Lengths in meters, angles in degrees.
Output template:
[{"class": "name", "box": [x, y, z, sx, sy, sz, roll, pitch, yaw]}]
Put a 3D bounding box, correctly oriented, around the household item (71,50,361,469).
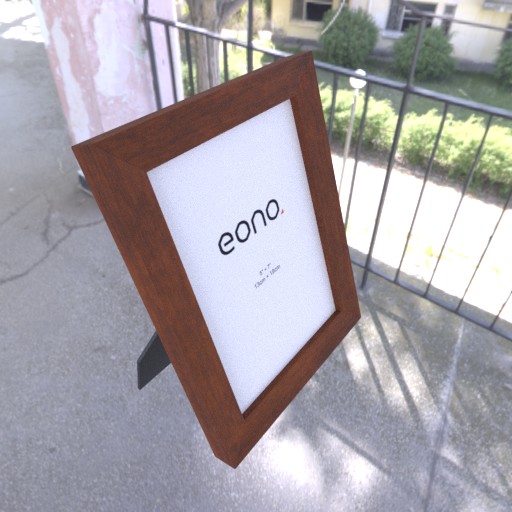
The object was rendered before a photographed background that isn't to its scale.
[{"class": "household item", "box": [0.000, 0.000, 0.282, 0.096, 0.204, 0.160, 28, 48, 28]}]
